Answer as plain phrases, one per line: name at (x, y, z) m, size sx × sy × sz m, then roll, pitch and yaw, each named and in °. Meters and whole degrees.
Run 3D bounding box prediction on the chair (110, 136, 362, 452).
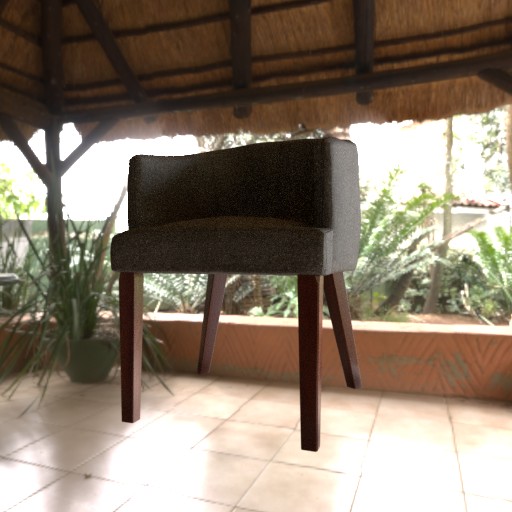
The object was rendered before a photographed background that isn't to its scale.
chair at (0.000, 0.000, 1.275) m, size 0.583 × 0.811 × 0.655 m, roll 0°, pitch 0°, yaw 20°
